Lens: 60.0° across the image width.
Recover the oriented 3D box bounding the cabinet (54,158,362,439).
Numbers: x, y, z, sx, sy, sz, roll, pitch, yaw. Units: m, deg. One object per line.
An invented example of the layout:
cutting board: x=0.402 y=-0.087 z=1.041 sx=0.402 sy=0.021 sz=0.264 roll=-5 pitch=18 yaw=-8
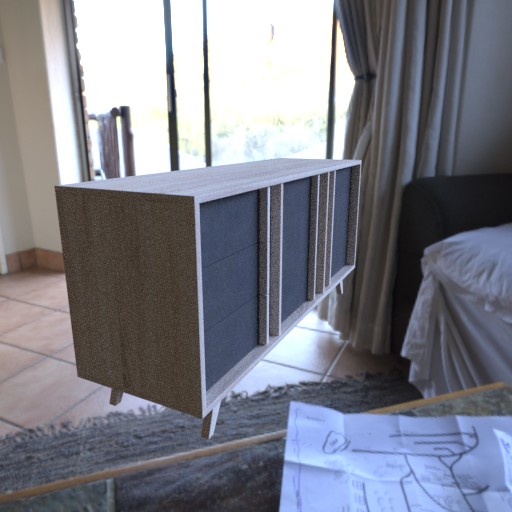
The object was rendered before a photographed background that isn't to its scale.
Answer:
cabinet: x=0.000 y=0.000 z=2.015 sx=0.500 sy=0.780 sz=1.650 roll=8 pitch=17 yaw=26
